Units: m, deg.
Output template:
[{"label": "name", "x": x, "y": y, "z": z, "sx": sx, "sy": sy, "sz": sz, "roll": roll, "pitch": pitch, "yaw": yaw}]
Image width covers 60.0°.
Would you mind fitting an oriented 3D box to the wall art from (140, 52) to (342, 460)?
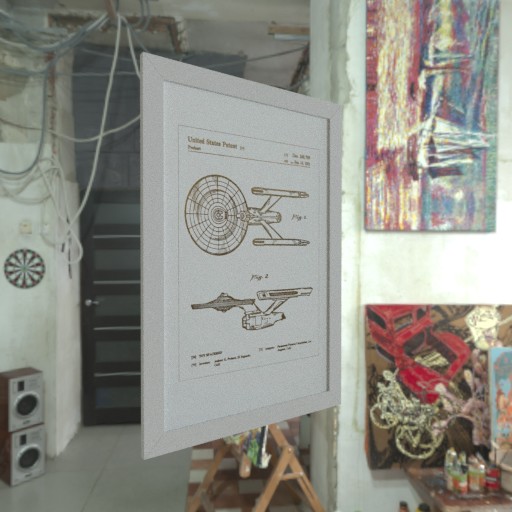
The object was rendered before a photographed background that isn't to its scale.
[{"label": "wall art", "x": 0.000, "y": 0.000, "z": 0.850, "sx": 0.454, "sy": 0.659, "sz": 0.011, "roll": 0, "pitch": 1, "yaw": -35}]
